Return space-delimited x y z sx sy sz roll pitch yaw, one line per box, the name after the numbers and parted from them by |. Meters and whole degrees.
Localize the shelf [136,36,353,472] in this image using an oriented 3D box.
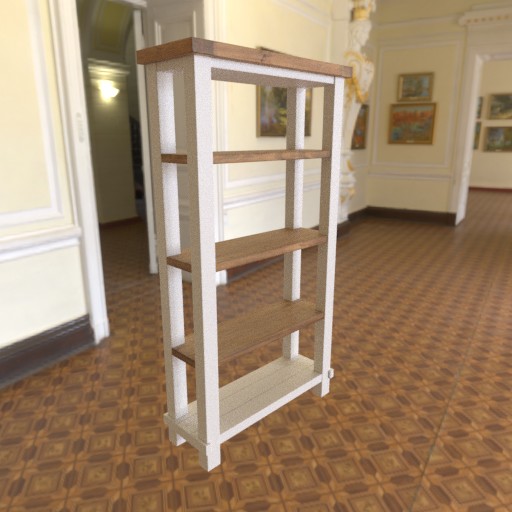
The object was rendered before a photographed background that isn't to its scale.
0.000 0.000 2.292 1.022 1.878 0.381 -15 21 -43 | shelf
